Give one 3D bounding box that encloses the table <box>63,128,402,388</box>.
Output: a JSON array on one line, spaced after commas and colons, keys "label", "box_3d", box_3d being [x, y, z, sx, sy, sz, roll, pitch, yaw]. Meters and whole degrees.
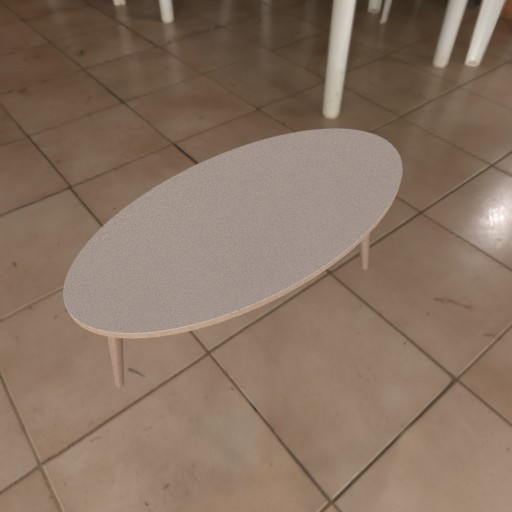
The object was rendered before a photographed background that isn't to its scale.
[{"label": "table", "box_3d": [0.000, 0.000, 1.361, 1.083, 0.390, 0.542, -32, 55, -26]}]
